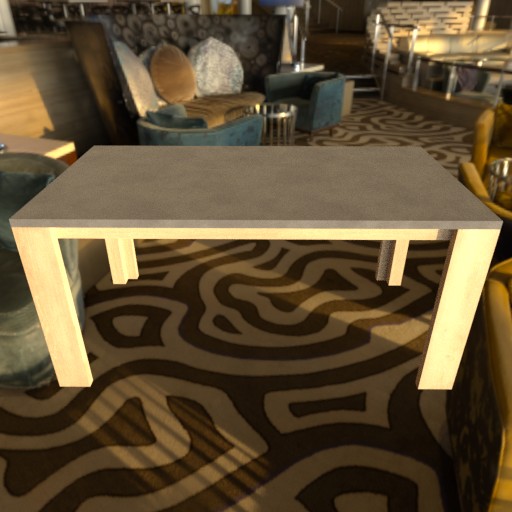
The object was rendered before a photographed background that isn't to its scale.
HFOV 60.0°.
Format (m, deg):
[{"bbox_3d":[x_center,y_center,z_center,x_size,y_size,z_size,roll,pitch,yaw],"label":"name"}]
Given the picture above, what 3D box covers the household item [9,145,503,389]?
[{"bbox_3d":[0.000,0.000,1.991,1.600,0.755,0.850,0,30,0],"label":"household item"}]
